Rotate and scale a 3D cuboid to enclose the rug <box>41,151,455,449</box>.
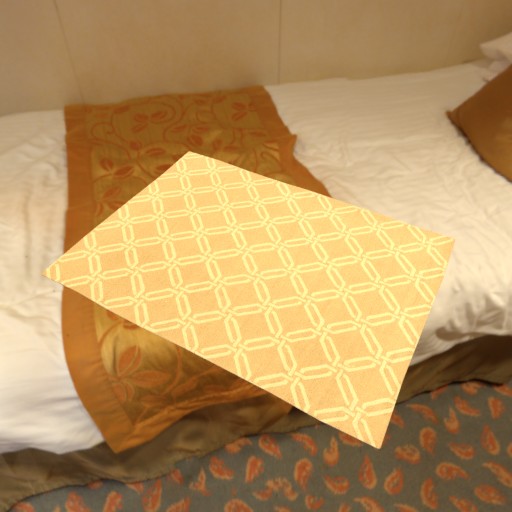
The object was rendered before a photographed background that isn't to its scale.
[{"bbox_3d":[0.000,0.000,4.384,3.365,0.020,2.452,22,50,20],"label":"rug"}]
